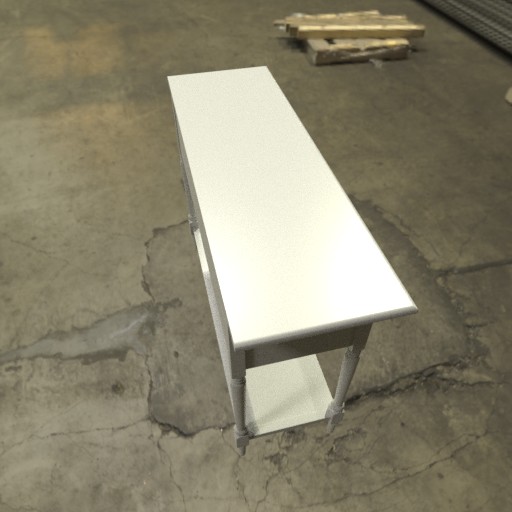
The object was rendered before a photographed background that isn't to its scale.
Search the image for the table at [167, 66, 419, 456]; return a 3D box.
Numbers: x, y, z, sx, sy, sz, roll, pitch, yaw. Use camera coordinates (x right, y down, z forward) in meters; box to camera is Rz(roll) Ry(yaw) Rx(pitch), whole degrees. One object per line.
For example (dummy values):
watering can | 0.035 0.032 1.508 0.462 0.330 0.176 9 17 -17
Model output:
table | 0.000 0.000 1.555 0.384 0.808 1.197 -10 47 -10
